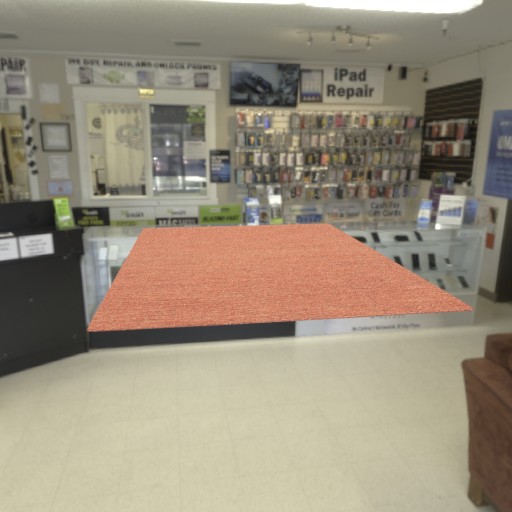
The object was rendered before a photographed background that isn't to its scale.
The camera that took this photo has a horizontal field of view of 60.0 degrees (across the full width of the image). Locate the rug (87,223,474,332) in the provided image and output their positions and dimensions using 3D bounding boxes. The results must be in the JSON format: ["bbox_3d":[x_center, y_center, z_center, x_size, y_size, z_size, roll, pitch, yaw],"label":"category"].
[{"bbox_3d":[0.000,0.000,2.782,1.594,0.009,2.112,-2,14,-8],"label":"rug"}]
